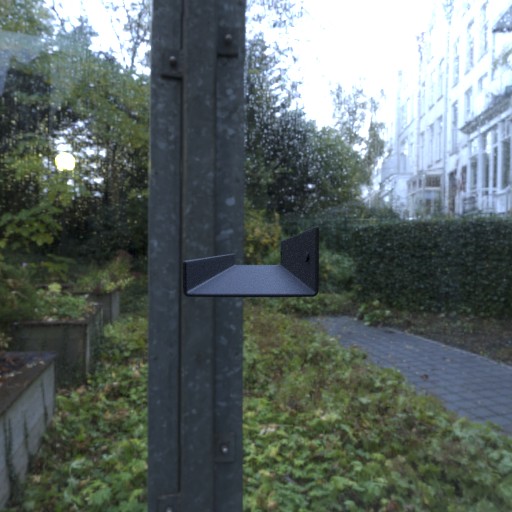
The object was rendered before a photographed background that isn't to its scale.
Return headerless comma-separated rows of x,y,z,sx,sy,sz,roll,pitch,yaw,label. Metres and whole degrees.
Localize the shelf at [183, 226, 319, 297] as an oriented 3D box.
0.000,0.000,0.631,0.102,0.053,0.605,0,1,1,shelf
